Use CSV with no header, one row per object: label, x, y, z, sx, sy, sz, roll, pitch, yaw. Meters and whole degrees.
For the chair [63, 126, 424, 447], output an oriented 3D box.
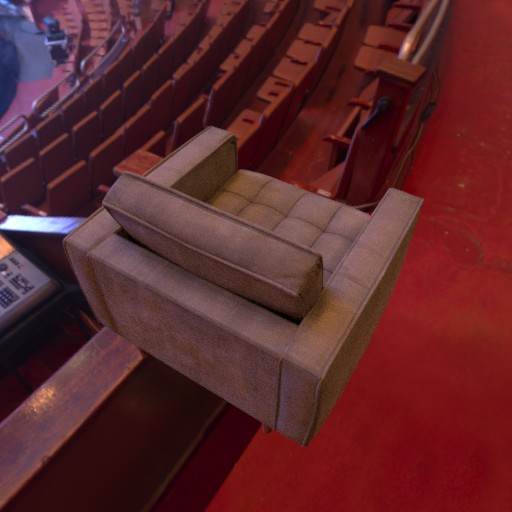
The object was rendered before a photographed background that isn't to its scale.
chair,0.000,0.000,1.564,0.928,0.773,0.843,24,52,21
